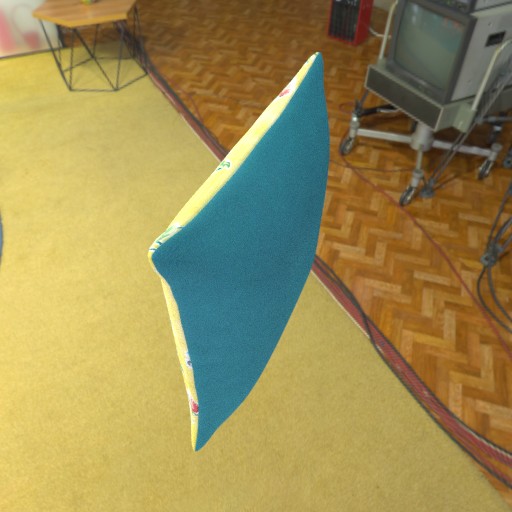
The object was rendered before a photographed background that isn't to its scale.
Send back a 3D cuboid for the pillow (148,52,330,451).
[{"bbox_3d":[0.000,0.000,0.767,0.166,0.508,0.525,17,49,16],"label":"pillow"}]
